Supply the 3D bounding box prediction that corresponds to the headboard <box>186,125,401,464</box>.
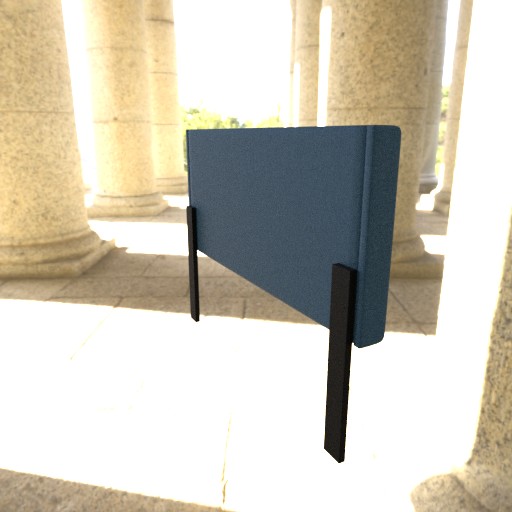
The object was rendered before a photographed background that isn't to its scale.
[{"bbox_3d":[0.000,0.000,2.745,0.184,1.524,2.051,-8,17,-27],"label":"headboard"}]
